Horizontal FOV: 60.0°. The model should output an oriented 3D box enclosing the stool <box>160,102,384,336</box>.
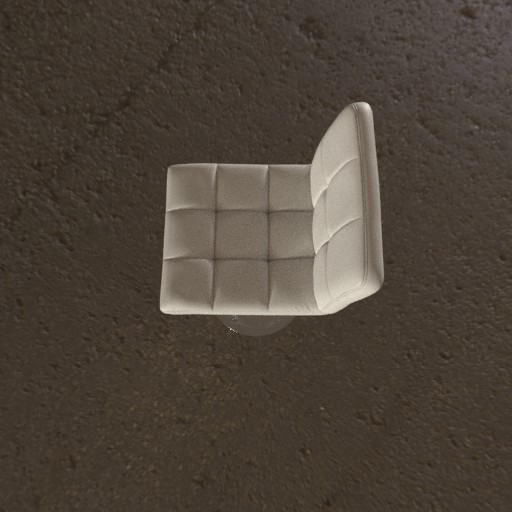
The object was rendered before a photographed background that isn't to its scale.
[{"bbox_3d":[0.000,0.000,1.421,0.505,1.115,0.430,0,75,0],"label":"stool"}]
